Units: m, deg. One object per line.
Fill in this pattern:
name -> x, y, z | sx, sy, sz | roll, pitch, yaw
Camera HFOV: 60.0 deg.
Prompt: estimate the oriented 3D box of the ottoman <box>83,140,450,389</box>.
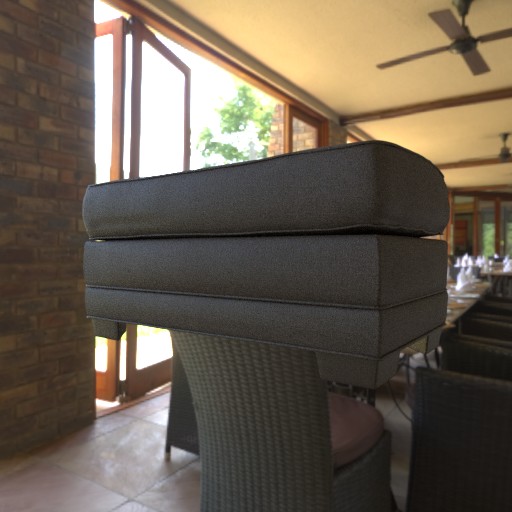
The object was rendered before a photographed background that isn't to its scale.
ottoman -> 0.000, 0.000, 1.152 | 0.864, 0.448, 0.490 | 0, 1, 36
